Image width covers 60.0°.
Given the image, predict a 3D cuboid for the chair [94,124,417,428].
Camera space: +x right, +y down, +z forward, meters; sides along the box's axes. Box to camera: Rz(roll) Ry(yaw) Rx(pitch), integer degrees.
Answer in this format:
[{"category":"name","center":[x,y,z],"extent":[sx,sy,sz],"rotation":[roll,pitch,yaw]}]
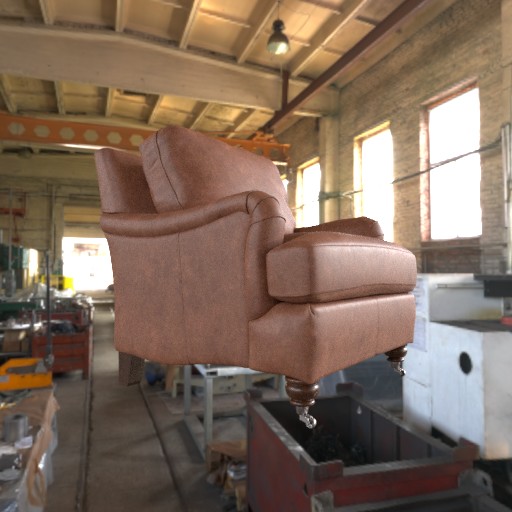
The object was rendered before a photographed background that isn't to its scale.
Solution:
[{"category":"chair","center":[0.000,0.000,1.948],"extent":[1.158,1.055,0.986],"rotation":[-1,-2,37]}]
